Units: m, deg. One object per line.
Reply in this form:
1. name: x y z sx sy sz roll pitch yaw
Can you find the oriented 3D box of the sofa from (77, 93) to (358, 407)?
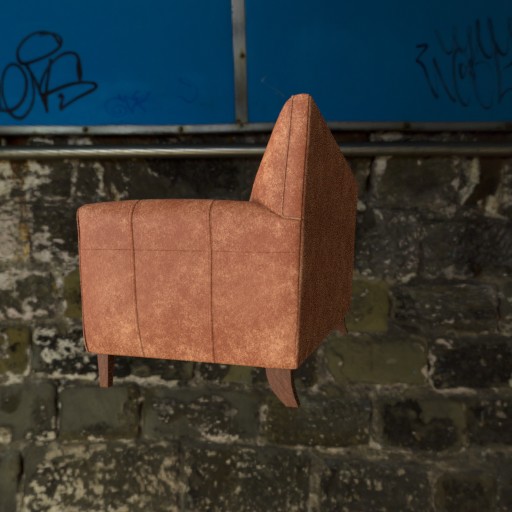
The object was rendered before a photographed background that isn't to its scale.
1. sofa: 0.000 0.000 2.000 0.787 0.871 1.473 0 0 18
